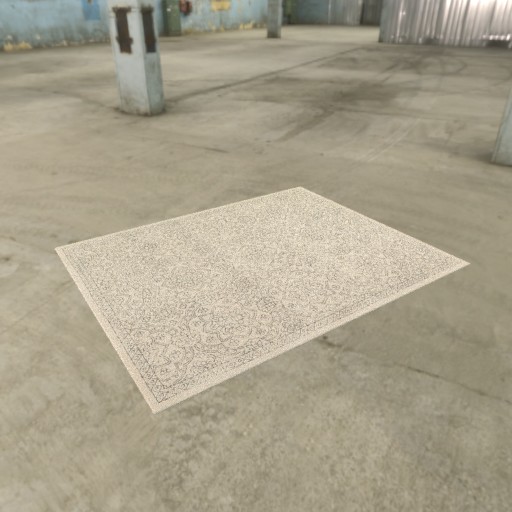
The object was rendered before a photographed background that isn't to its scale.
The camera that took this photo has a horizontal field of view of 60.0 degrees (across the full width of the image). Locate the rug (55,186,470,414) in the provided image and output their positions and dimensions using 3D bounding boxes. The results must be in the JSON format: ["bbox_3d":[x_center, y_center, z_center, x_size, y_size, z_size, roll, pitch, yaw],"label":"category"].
[{"bbox_3d":[0.000,0.000,4.153,3.050,0.015,2.441,-18,34,-29],"label":"rug"}]
